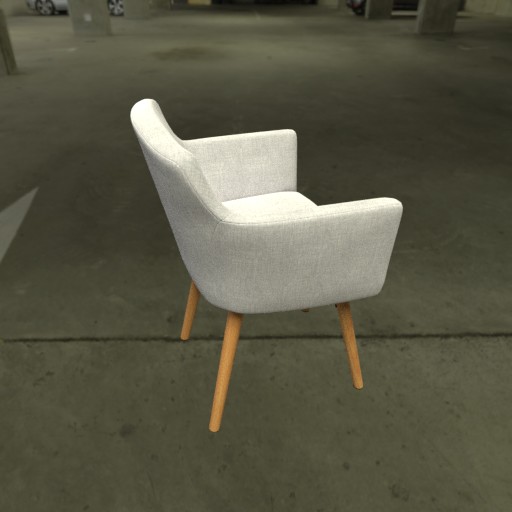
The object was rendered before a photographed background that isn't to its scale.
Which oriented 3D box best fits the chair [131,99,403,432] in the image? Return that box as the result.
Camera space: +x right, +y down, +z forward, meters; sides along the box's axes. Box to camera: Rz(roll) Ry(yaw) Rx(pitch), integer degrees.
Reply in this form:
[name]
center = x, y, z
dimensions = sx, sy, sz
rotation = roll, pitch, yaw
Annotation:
[chair]
center = 0.000, 0.000, 1.185
dimensions = 0.540, 0.780, 0.570
rotation = -10, 33, -16
